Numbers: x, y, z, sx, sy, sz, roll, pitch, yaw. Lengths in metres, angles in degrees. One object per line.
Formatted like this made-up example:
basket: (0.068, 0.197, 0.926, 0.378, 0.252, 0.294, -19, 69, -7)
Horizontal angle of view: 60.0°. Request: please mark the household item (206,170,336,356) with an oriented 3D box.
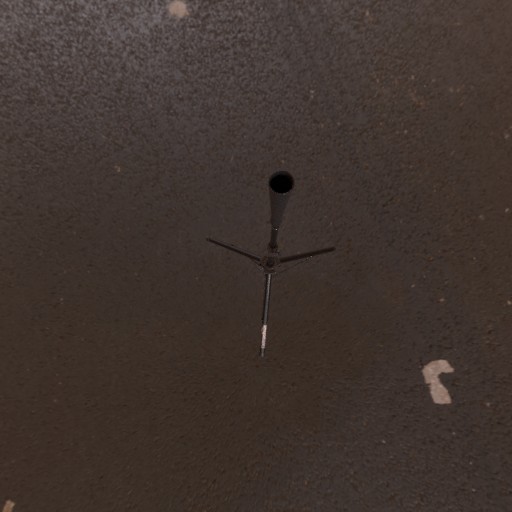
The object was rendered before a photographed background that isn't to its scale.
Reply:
household item: (0.000, 0.000, 1.422, 0.559, 1.067, 0.559, 19, 77, 5)
